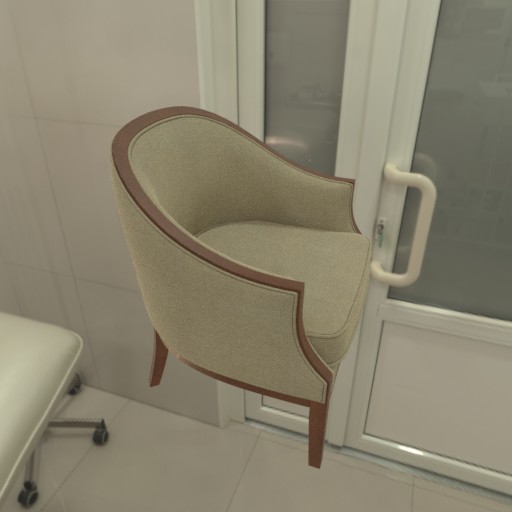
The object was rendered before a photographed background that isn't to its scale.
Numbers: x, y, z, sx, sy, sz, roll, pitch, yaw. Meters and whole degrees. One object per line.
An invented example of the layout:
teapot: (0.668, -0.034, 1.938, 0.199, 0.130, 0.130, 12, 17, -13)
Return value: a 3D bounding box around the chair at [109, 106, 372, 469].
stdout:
chair: (0.000, 0.000, 1.471, 0.735, 0.876, 0.803, 10, 31, 17)
